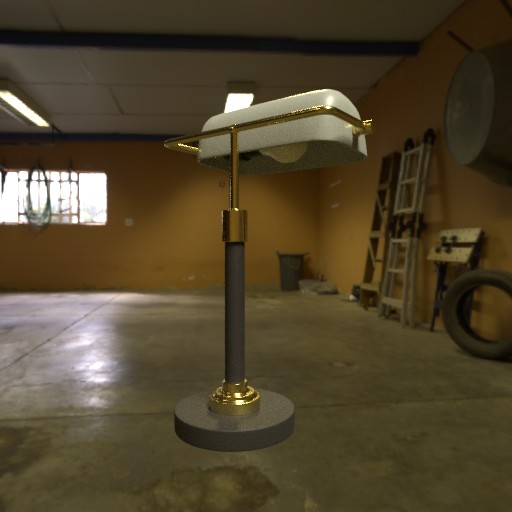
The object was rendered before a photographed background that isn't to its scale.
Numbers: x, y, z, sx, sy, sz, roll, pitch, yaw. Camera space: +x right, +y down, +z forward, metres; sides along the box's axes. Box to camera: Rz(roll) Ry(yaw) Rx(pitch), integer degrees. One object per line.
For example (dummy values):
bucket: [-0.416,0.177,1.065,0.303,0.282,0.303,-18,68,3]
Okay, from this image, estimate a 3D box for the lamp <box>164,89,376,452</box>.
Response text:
lamp: [0.000,0.000,0.561,0.269,0.404,0.227,1,2,38]
